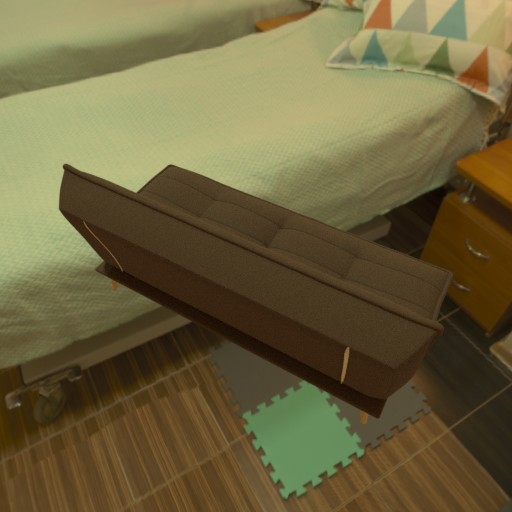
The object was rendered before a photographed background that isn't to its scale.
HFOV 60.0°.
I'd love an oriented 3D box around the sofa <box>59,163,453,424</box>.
[{"bbox_3d":[0.000,0.000,2.425,1.940,0.890,0.950,24,52,20],"label":"sofa"}]
